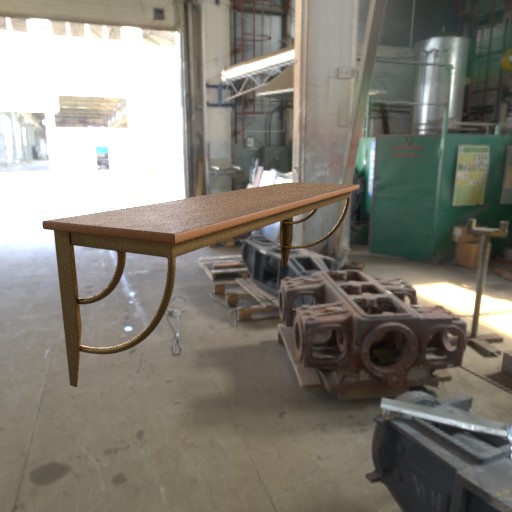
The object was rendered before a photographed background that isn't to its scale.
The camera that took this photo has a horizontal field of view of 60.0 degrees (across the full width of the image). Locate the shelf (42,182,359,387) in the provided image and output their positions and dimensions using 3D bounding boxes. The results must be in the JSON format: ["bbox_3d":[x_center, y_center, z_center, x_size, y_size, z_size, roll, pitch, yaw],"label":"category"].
[{"bbox_3d":[0.000,0.000,0.711,0.166,0.190,0.636,7,15,26],"label":"shelf"}]
